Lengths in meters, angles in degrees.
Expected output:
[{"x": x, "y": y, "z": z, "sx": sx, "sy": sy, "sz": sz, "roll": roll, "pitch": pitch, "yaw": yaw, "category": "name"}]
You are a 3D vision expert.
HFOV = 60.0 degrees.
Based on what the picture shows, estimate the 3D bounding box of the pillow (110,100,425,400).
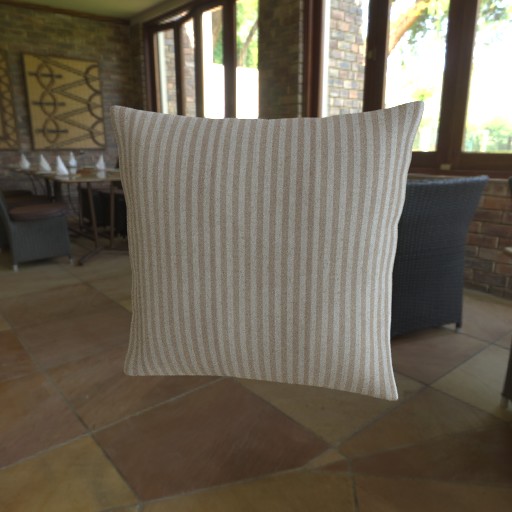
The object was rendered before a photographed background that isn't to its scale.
[{"x": 0.000, "y": 0.000, "z": 0.778, "sx": 0.523, "sy": 0.510, "sz": 0.166, "roll": 2, "pitch": 14, "yaw": 9, "category": "pillow"}]
